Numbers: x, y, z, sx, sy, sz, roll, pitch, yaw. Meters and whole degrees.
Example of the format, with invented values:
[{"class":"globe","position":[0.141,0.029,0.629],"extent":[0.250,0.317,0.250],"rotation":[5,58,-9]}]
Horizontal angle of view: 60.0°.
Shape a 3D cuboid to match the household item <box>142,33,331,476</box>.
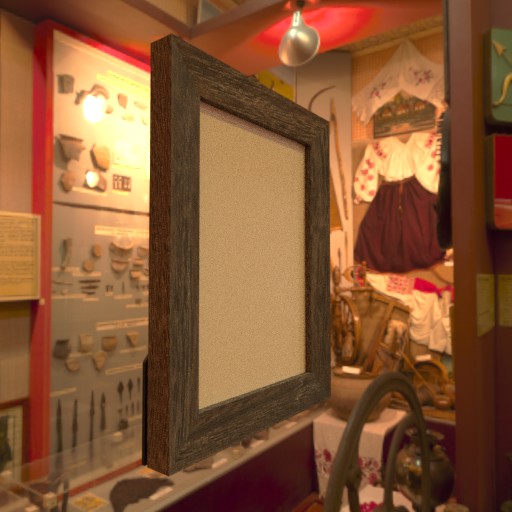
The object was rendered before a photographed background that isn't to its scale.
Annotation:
[{"class":"household item","position":[0.000,0.000,0.280],"extent":[0.020,0.210,0.160],"rotation":[-1,-2,37]}]
